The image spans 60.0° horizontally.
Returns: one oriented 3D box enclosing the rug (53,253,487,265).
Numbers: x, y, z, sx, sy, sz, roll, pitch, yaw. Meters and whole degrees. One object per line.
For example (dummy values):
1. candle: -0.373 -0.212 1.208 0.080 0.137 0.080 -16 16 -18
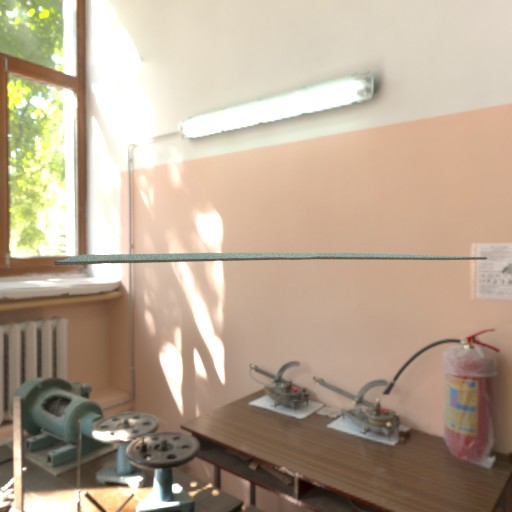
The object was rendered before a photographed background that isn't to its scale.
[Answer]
1. rug: 0.000 0.000 2.963 2.305 0.029 1.593 0 1 -17
